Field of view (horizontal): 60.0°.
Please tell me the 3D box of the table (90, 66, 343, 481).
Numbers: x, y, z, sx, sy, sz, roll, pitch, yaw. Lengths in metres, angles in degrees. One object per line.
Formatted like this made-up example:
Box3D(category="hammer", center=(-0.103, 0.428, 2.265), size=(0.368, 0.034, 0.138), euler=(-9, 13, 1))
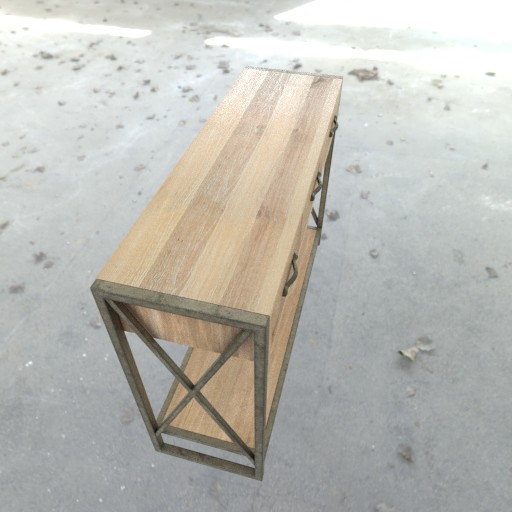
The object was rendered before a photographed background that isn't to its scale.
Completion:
Box3D(category="table", center=(0.000, 0.000, 1.420), size=(0.361, 0.763, 1.059), euler=(11, 46, 11))
